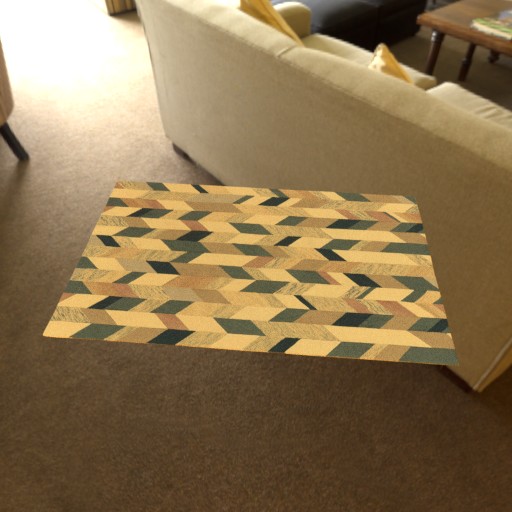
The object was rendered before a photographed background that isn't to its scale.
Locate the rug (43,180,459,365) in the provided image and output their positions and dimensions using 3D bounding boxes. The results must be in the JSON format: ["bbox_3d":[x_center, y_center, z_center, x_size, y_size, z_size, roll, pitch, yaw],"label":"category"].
[{"bbox_3d":[0.000,0.000,3.079,2.423,0.008,1.513,4,47,3],"label":"rug"}]
